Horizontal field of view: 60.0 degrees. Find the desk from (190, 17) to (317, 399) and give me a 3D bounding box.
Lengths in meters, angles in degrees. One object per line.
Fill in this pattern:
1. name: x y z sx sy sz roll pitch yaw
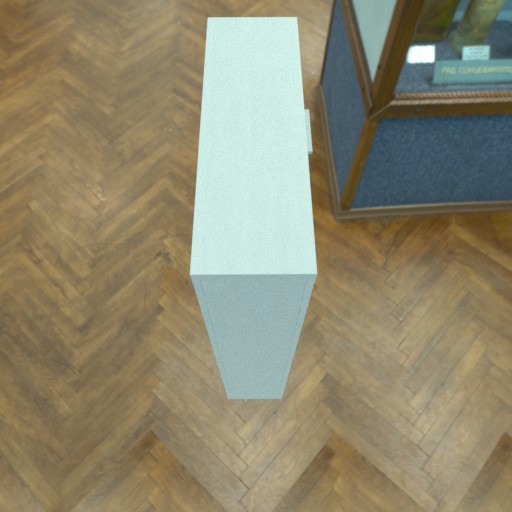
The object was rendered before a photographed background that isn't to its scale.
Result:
1. desk: 0.000 0.000 1.561 0.250 1.280 0.750 0 62 0
